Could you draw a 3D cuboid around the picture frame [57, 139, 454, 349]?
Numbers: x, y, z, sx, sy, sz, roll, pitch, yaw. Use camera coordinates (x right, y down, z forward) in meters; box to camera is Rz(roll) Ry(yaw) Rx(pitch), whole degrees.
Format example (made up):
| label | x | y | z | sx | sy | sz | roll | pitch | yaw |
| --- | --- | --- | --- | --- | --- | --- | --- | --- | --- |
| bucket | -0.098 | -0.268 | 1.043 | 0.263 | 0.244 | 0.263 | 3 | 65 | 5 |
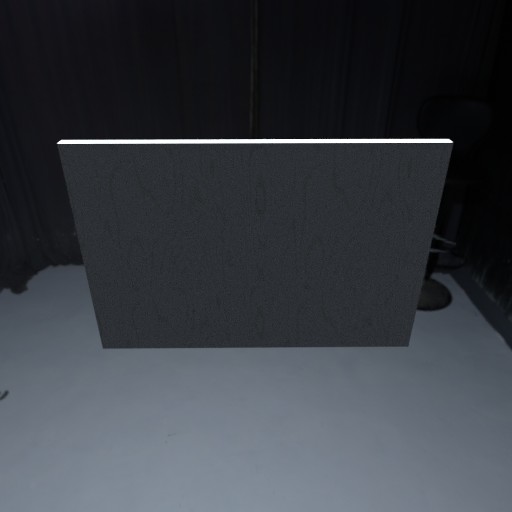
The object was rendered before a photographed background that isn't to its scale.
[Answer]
| label | x | y | z | sx | sy | sz | roll | pitch | yaw |
| --- | --- | --- | --- | --- | --- | --- | --- | --- | --- |
| picture frame | 0.000 | 0.000 | 1.234 | 0.950 | 0.640 | 0.029 | 0 | 30 | -1 |
